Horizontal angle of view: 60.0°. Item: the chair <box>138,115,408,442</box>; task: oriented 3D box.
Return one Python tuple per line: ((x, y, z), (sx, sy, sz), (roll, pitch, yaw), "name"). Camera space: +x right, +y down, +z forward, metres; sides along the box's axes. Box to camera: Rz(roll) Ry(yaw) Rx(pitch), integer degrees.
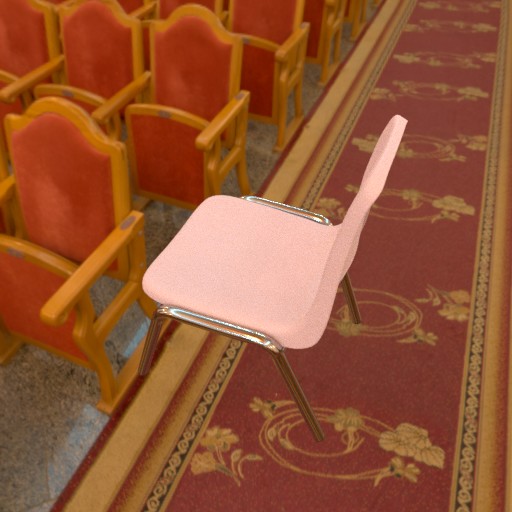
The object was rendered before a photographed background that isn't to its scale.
((0.000, 0.000, 0.827), (0.423, 0.586, 0.354), (17, 48, 16), "chair")
